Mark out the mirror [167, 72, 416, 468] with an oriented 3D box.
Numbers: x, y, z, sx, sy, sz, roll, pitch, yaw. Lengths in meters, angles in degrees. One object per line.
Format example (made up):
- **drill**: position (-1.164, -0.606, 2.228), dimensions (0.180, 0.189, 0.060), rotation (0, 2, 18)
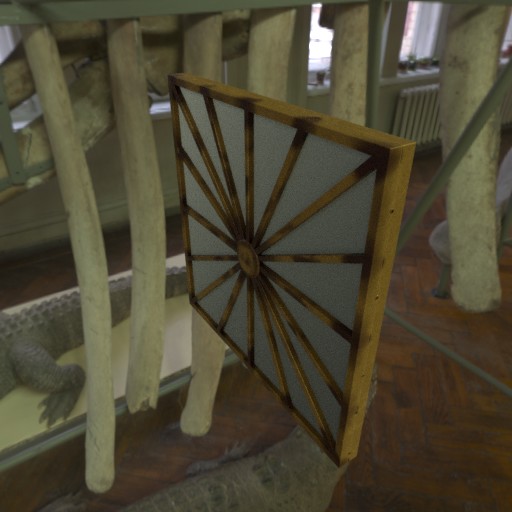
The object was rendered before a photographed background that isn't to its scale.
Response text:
- **mirror**: position (0.000, 0.000, 0.744), dimensions (0.042, 0.507, 0.509), rotation (-20, 36, -29)
